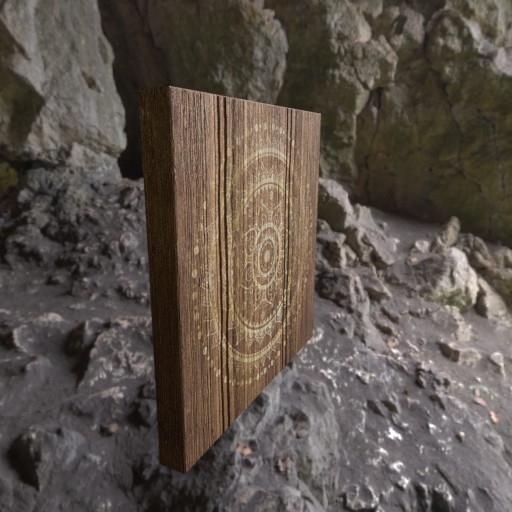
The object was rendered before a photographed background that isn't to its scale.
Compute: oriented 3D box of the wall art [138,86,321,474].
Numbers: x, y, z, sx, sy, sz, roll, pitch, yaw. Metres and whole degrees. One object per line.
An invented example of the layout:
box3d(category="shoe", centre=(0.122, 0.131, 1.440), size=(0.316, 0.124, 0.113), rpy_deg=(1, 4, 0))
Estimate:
box3d(category="wall art", centre=(0.000, 0.000, 0.621), size=(0.039, 0.403, 0.406), rpy_deg=(7, 16, 26))
